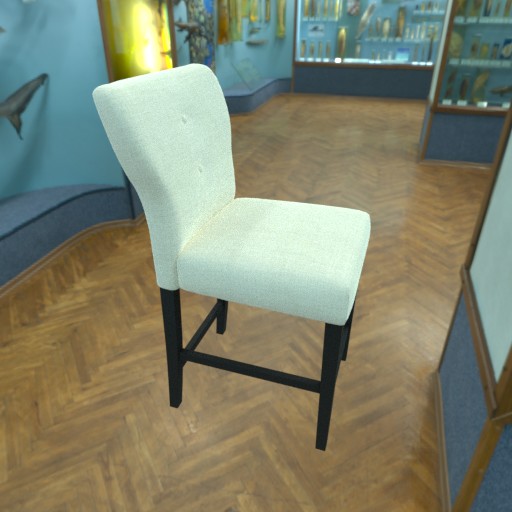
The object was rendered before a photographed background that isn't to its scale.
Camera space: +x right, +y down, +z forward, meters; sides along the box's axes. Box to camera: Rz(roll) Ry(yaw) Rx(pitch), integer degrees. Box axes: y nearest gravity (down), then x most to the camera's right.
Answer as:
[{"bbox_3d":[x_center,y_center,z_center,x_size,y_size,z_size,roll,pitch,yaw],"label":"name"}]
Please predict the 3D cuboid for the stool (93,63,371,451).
[{"bbox_3d":[0.000,0.000,1.283,0.603,0.972,0.514,9,31,16],"label":"stool"}]
